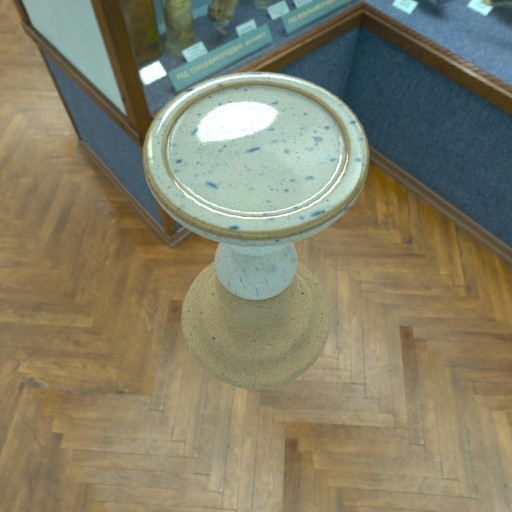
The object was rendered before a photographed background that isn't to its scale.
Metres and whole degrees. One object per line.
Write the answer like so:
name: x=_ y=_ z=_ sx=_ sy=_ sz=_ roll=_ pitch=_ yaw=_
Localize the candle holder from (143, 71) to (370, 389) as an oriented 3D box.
candle holder: x=0.000 y=0.000 z=0.288 sx=0.123 sy=0.202 sz=0.123 roll=0 pitch=59 yaw=0
